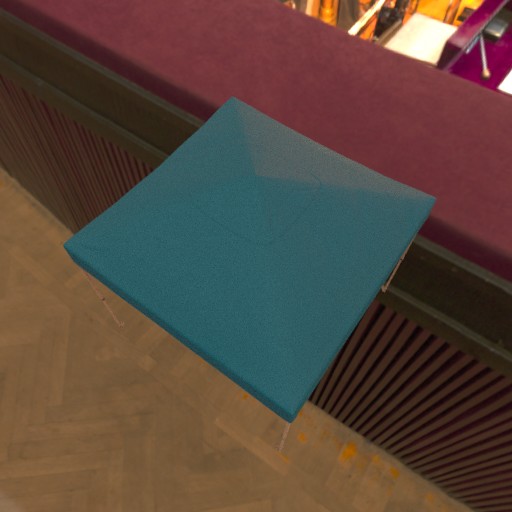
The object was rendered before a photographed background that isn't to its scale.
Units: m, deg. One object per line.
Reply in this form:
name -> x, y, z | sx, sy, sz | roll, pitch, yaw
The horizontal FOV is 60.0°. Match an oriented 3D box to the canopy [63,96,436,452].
canopy -> 0.000, 0.000, 5.550 | 2.998, 2.997, 2.996 | 32, 64, 18
